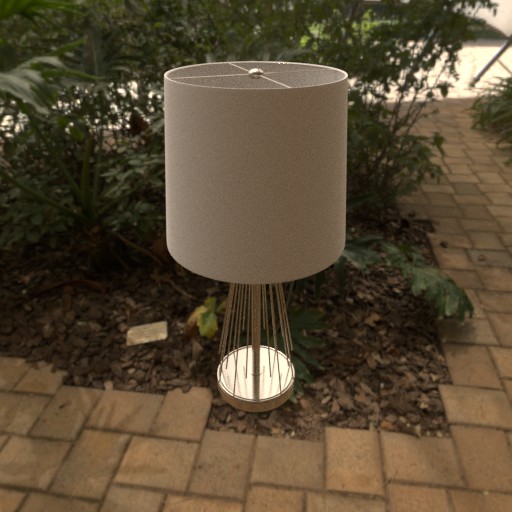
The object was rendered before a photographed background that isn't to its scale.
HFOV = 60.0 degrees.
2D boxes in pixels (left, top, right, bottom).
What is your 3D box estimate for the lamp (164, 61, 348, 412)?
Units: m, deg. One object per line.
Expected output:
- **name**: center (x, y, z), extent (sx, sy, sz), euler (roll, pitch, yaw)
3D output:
- **lamp**: center (0.000, 0.000, 0.786), extent (0.303, 0.618, 0.303), euler (0, 30, 0)
